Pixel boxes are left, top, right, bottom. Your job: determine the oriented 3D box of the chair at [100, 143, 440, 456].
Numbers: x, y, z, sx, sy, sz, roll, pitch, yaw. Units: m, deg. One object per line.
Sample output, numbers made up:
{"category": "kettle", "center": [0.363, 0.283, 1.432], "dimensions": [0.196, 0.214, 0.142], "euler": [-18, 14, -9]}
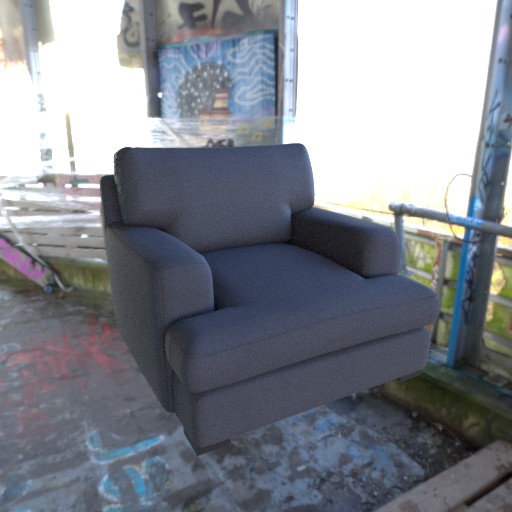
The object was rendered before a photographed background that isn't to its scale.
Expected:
{"category": "chair", "center": [0.000, 0.000, 1.976], "dimensions": [1.168, 0.940, 1.143], "euler": [-9, 18, -27]}
